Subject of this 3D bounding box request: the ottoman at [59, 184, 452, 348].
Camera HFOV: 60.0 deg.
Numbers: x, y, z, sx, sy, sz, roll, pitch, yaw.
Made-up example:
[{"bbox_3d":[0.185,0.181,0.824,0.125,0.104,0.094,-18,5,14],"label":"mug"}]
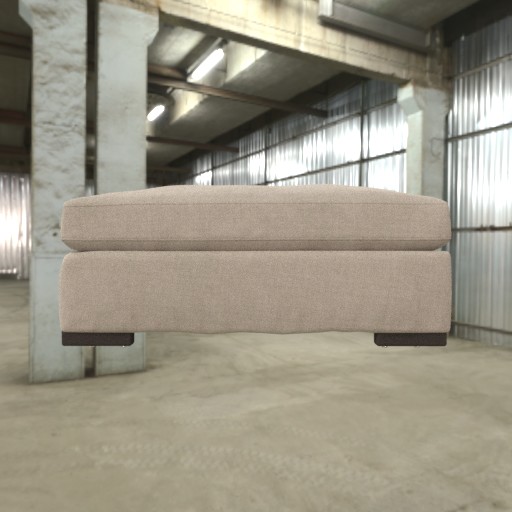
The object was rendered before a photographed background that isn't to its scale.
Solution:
[{"bbox_3d":[0.000,0.000,1.850,1.171,0.517,1.203,0,1,0],"label":"ottoman"}]
